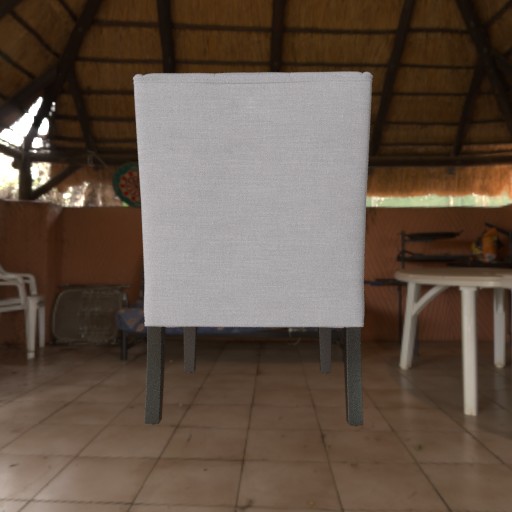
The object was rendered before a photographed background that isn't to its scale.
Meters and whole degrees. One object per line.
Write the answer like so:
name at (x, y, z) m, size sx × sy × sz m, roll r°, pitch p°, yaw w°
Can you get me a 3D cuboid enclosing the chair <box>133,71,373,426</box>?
chair at (0.000, 0.000, 1.334) m, size 0.569 × 0.853 × 0.676 m, roll 0°, pitch -1°, yaw 1°
